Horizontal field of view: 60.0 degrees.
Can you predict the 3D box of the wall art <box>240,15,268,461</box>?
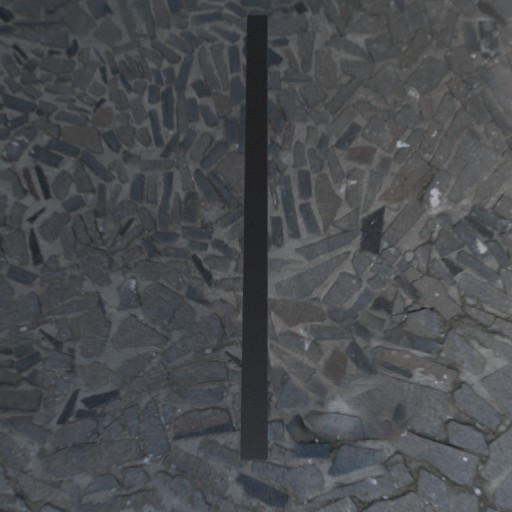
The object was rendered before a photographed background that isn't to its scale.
[{"bbox_3d":[0.000,0.000,0.754,0.029,0.458,0.559,0,76,0],"label":"wall art"}]
